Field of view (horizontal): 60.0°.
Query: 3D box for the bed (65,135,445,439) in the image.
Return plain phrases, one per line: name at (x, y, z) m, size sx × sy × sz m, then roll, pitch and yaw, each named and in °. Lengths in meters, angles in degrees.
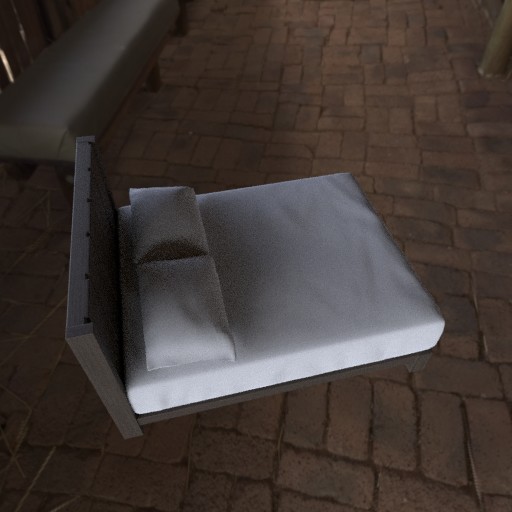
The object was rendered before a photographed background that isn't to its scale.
bed at (0.000, 0.000, 3.276) m, size 2.242 × 1.270 × 1.727 m, roll -10°, pitch 48°, yaw -9°
